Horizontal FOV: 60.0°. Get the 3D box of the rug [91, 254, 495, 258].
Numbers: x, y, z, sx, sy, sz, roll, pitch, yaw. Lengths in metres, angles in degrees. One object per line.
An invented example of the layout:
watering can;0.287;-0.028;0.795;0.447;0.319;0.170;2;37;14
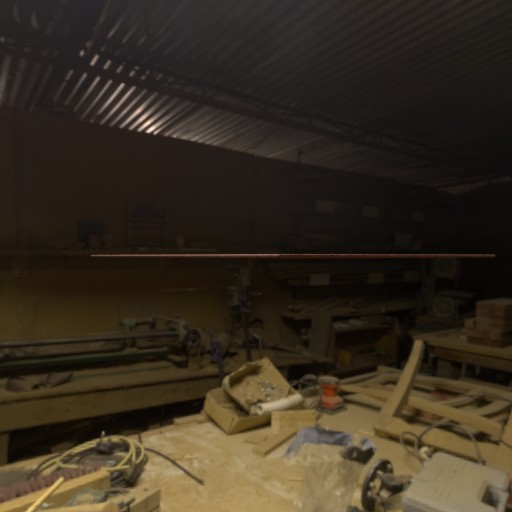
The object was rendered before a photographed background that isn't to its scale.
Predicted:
rug;0.000;0.000;3.006;1.524;0.014;2.438;0;0;-35
